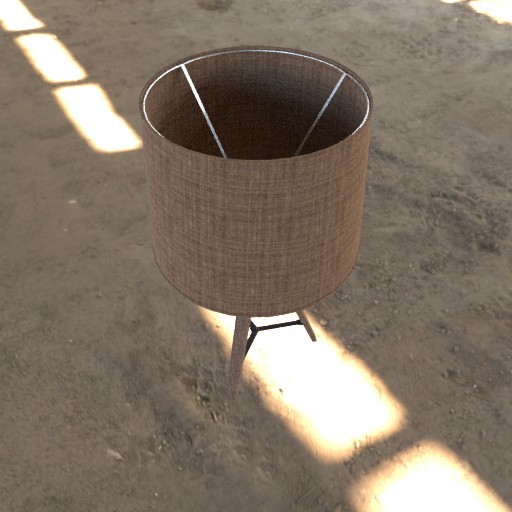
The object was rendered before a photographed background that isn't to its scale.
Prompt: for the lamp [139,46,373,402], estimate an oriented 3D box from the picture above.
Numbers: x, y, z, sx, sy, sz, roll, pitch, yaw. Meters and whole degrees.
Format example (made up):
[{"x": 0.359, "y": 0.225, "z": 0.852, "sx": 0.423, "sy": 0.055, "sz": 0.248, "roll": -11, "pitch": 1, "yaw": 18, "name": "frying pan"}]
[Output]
[{"x": 0.000, "y": 0.000, "z": 0.664, "sx": 0.290, "sy": 0.514, "sz": 0.290, "roll": 0, "pitch": 47, "yaw": 0, "name": "lamp"}]
